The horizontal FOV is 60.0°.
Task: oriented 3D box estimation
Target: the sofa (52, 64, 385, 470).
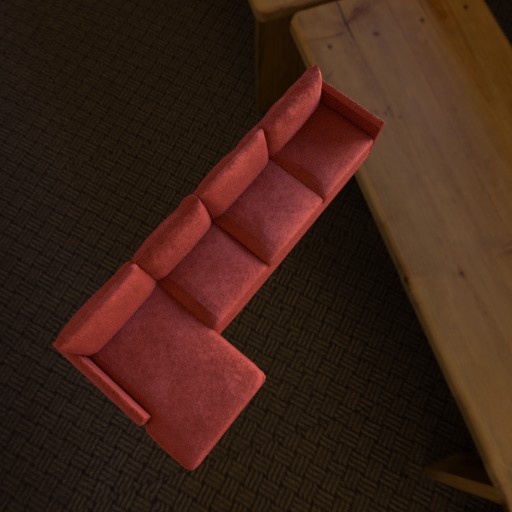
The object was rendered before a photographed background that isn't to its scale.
[{"bbox_3d":[0.000,0.000,3.974,1.500,0.967,3.400,38,78,10],"label":"sofa"}]
